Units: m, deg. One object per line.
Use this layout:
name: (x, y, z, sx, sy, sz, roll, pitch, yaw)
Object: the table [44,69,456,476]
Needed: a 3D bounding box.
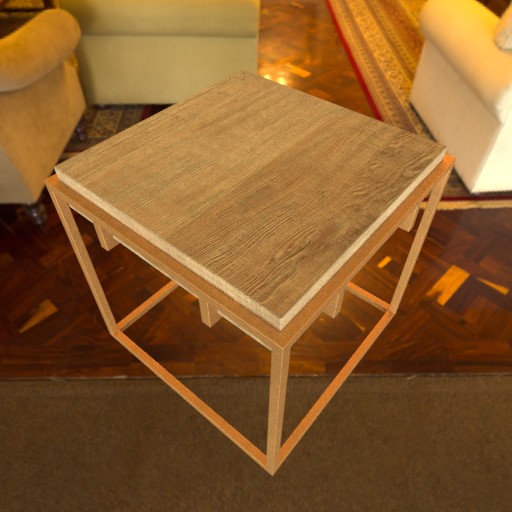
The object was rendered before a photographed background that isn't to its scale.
table: (0.000, 0.000, 1.098, 0.599, 0.584, 0.599, 31, 54, 26)
